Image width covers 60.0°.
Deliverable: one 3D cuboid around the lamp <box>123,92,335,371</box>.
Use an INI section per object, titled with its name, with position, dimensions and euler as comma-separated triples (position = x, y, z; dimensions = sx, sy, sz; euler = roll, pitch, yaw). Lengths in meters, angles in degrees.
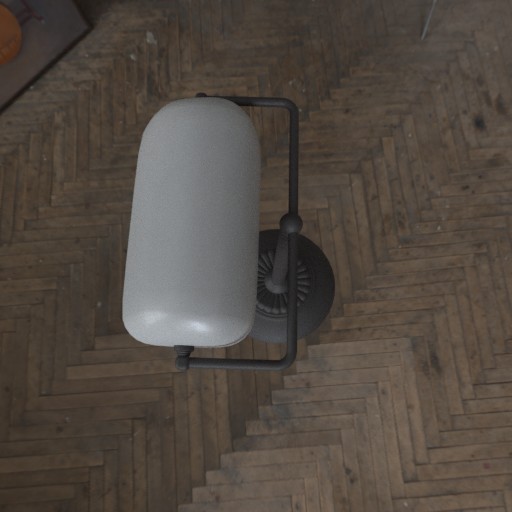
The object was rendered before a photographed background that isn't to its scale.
[lamp]
position = 0.000, 0.000, 0.518
dimensions = 0.243, 0.339, 0.264
euler = 2, 75, 0
